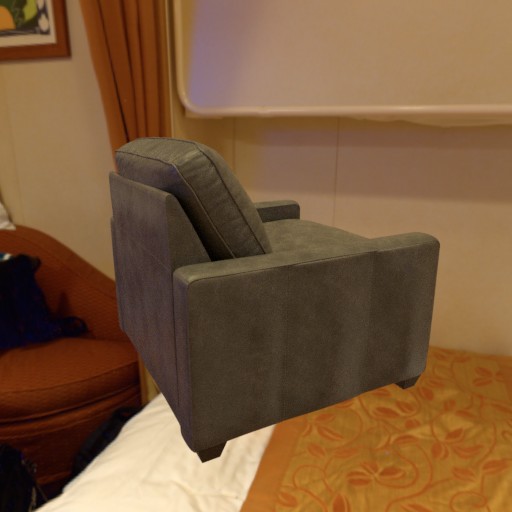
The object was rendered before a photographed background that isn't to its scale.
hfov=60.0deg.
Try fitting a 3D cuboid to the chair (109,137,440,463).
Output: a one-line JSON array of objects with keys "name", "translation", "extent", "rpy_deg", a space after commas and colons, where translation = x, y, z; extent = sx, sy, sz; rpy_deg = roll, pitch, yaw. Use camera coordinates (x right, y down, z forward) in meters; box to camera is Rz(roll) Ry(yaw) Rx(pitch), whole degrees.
[{"name": "chair", "translation": [0.000, 0.000, 1.760], "extent": [0.939, 0.916, 1.006], "rpy_deg": [-8, 18, -27]}]
